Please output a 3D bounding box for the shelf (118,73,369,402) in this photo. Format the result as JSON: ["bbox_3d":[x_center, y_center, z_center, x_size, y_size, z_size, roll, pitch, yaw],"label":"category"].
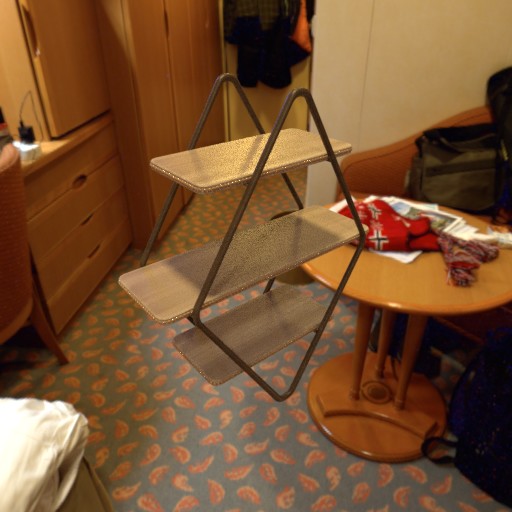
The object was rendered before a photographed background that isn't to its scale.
[{"bbox_3d":[0.000,0.000,1.038,0.609,0.774,0.234,-22,37,-33],"label":"shelf"}]
